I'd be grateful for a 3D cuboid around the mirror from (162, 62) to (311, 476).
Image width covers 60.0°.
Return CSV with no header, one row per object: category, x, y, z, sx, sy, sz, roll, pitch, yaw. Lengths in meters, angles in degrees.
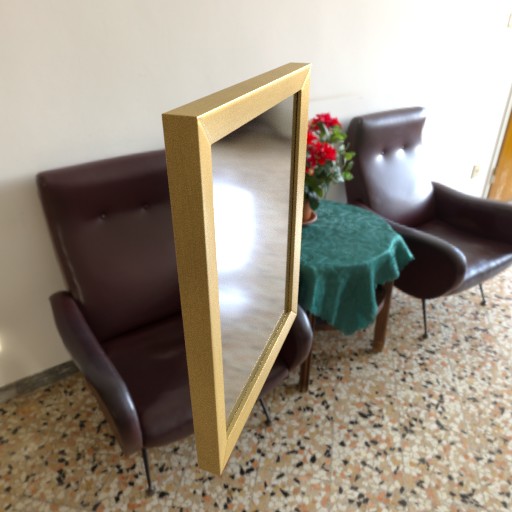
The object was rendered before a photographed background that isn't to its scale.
mirror,0.000,0.000,0.684,0.041,0.508,0.405,11,32,18
